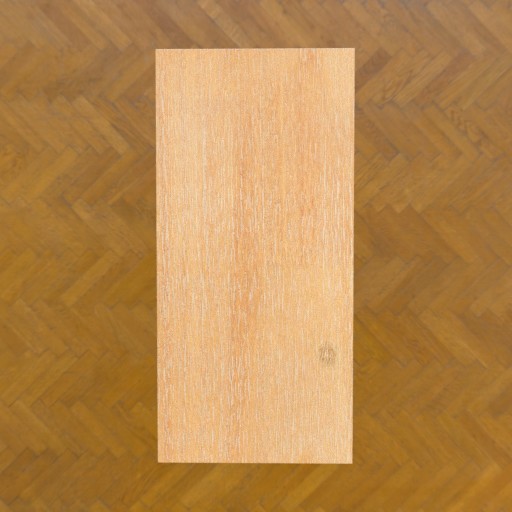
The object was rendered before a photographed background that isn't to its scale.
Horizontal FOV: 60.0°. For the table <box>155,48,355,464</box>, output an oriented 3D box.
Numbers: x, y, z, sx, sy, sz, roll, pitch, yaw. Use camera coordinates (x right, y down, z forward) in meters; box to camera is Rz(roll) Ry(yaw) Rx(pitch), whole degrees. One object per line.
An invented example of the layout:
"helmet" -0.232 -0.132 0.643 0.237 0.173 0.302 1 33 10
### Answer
"table" 0.000 0.000 1.314 0.483 0.457 1.016 0 91 1
